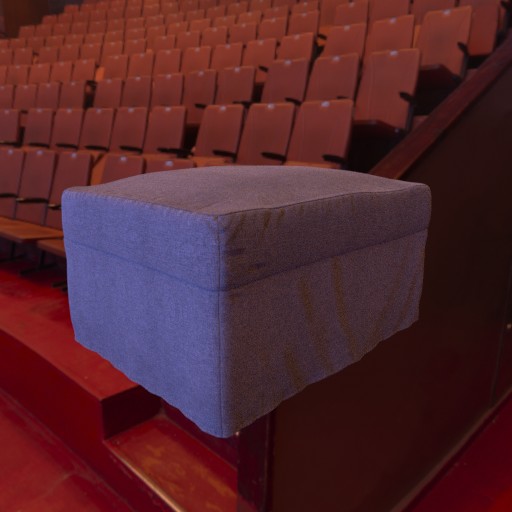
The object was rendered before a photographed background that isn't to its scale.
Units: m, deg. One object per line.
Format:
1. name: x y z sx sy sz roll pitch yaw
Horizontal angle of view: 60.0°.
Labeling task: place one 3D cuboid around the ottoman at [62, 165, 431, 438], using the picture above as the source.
1. ottoman: 0.000 0.000 1.255 0.652 0.492 0.833 14 20 43
